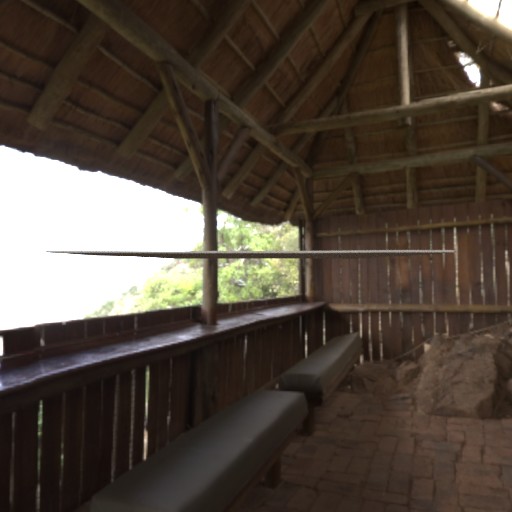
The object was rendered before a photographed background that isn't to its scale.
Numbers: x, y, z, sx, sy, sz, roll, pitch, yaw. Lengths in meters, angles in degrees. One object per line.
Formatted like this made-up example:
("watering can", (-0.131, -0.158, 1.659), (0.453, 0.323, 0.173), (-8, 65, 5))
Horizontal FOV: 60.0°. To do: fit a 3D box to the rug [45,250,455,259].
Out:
("rug", (0.000, 0.000, 4.112), (2.410, 0.021, 3.055), (0, -1, 2))
